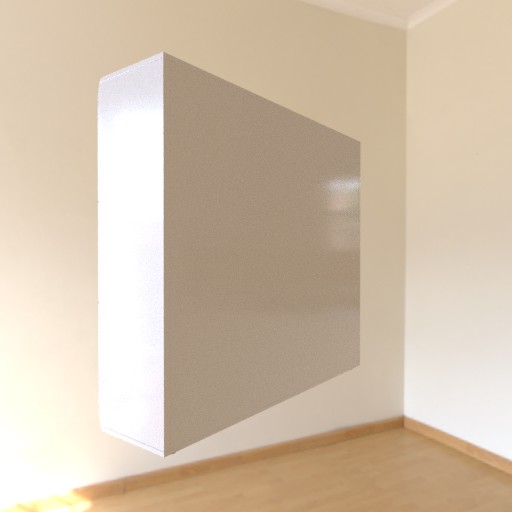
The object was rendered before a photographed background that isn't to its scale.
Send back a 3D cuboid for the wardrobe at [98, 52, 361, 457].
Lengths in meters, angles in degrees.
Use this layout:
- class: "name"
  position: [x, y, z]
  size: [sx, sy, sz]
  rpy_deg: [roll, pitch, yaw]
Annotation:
- class: "wardrobe"
  position: [0.000, 0.000, 1.933]
  size: [0.360, 1.200, 1.340]
  rpy_deg: [0, 1, 38]
